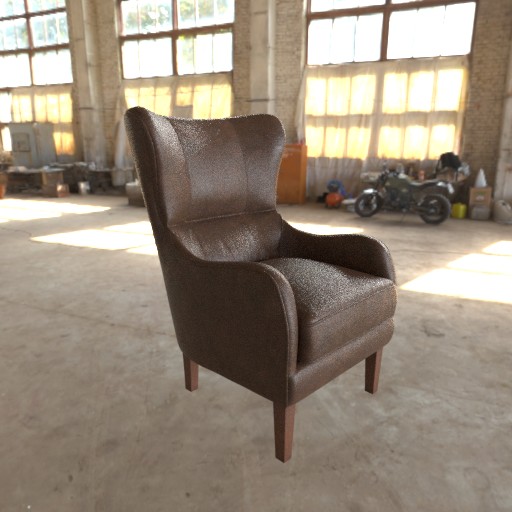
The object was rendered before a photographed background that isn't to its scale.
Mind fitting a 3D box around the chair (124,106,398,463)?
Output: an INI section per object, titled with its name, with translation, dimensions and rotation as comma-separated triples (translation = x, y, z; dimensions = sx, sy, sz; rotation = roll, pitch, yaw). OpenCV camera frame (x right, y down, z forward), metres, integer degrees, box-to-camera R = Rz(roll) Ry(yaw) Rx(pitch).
[chair]
translation = 0.000, 0.000, 1.641
dimensions = 0.914, 1.048, 0.692
rotation = 14, 20, 42
